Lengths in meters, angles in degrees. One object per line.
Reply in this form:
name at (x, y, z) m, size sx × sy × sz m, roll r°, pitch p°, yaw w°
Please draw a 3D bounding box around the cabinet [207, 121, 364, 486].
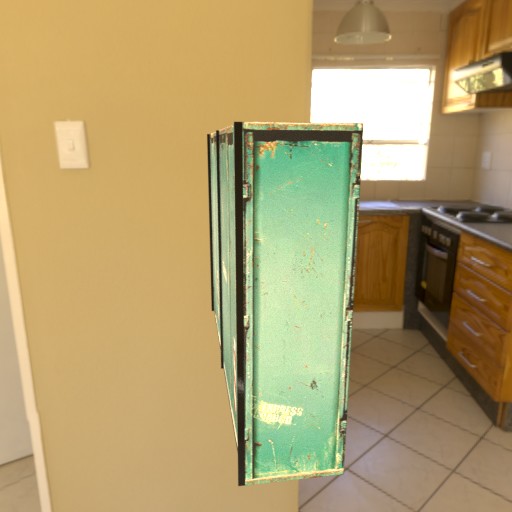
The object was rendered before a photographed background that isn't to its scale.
cabinet at (0.000, 0.000, 3.962) m, size 0.680 × 2.160 × 3.001 m, roll -2°, pitch 14°, yaw -8°
